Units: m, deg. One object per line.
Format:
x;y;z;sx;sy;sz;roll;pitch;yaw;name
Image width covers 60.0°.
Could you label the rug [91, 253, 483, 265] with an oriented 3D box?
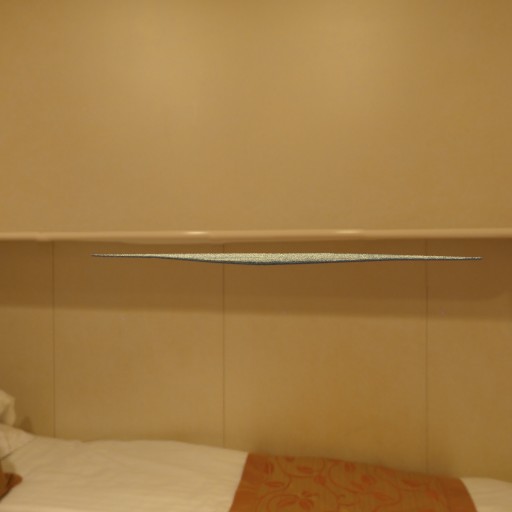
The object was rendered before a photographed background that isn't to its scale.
0.000;0.000;3.086;1.624;0.030;2.349;-1;1;-35;rug
